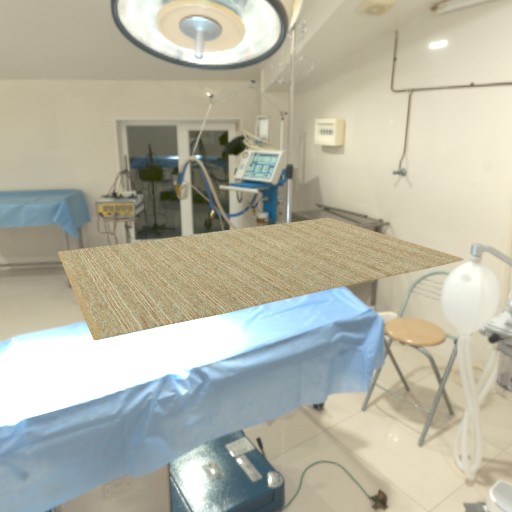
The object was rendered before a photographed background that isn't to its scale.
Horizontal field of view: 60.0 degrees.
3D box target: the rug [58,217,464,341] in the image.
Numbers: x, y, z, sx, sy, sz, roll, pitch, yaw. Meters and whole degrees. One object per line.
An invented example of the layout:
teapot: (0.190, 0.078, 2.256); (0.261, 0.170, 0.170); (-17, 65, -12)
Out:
rug: (0.000, 0.000, 3.137); (2.448, 0.012, 1.540); (-9, 19, -27)
